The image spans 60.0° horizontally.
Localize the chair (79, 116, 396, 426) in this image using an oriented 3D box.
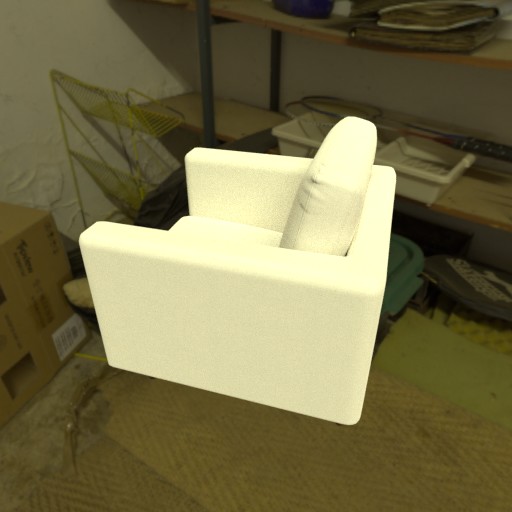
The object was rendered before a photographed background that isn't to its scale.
[{"bbox_3d":[0.000,0.000,1.588,0.879,0.899,0.831,9,33,14],"label":"chair"}]
